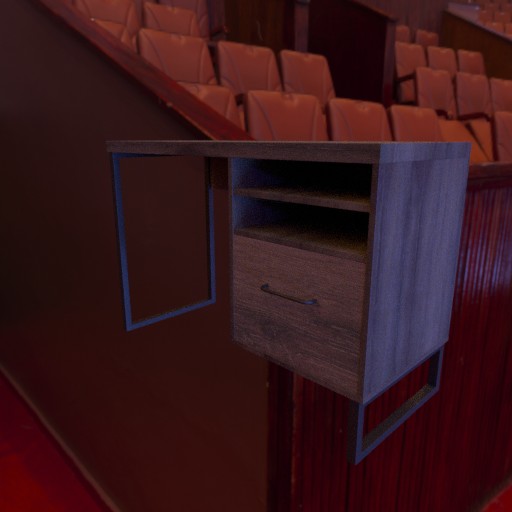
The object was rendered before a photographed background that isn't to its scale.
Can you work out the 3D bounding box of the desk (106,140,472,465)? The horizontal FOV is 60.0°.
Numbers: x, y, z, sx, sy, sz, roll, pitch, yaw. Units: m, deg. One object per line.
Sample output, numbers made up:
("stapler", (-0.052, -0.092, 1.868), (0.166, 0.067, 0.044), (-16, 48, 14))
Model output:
("desk", (0.000, 0.000, 1.502), (0.511, 0.752, 1.134), (-14, 21, -43))
